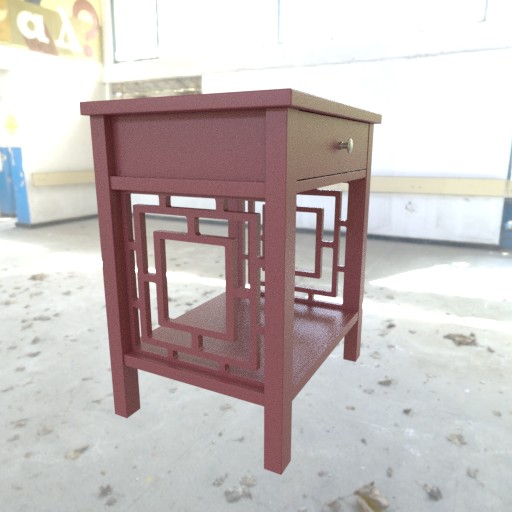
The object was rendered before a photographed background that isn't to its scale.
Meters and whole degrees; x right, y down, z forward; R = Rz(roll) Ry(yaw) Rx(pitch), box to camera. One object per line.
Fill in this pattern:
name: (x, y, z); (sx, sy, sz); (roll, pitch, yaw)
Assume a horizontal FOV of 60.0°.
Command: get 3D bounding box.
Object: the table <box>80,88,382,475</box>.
table: (0.000, 0.000, 1.086); (0.451, 0.686, 0.599); (7, 15, 27)
